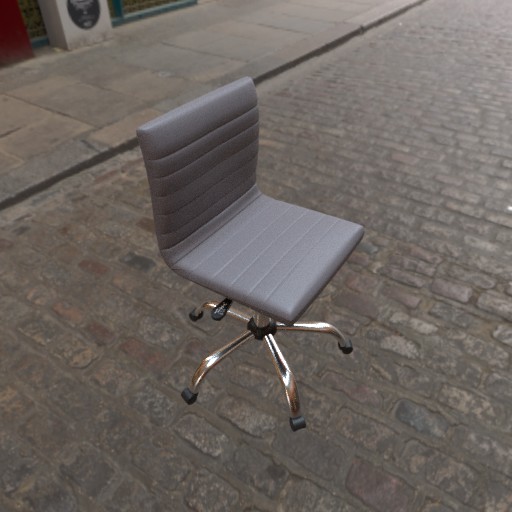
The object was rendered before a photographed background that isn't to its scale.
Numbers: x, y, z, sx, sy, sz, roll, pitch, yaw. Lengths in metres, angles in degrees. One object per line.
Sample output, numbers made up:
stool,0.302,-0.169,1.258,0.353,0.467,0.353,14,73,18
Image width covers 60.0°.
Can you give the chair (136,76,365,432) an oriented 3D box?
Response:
chair,0.000,0.000,1.172,0.530,0.780,0.556,23,45,25
